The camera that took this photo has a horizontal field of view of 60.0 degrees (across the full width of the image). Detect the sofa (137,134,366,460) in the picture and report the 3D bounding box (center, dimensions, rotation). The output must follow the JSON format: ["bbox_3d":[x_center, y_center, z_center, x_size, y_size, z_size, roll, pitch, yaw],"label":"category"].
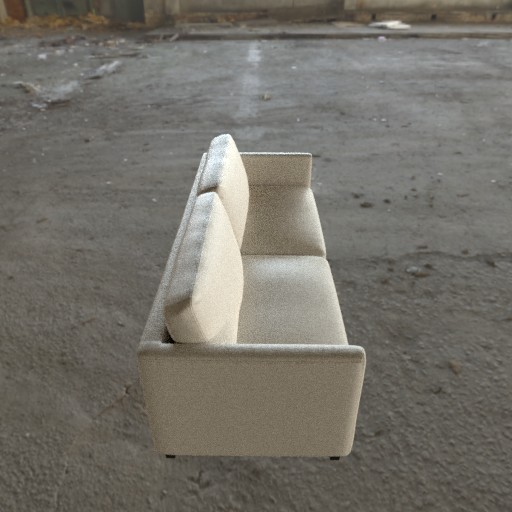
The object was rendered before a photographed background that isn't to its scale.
[{"bbox_3d":[0.000,0.000,2.899,0.948,0.965,2.434,0,32,1],"label":"sofa"}]
